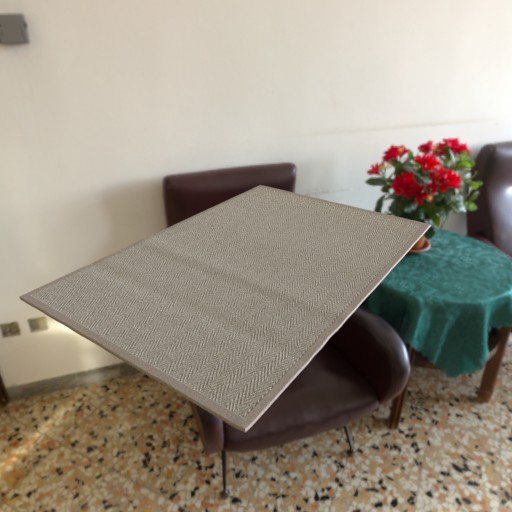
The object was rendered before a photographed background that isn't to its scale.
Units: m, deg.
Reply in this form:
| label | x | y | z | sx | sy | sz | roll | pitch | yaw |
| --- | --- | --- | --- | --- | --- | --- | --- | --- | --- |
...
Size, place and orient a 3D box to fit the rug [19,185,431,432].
| label | x | y | z | sx | sy | sz | roll | pitch | yaw |
| --- | --- | --- | --- | --- | --- | --- | --- | --- | --- |
| rug | 0.000 | 0.000 | 2.835 | 1.540 | 0.021 | 2.290 | 19 | 33 | 31 |
